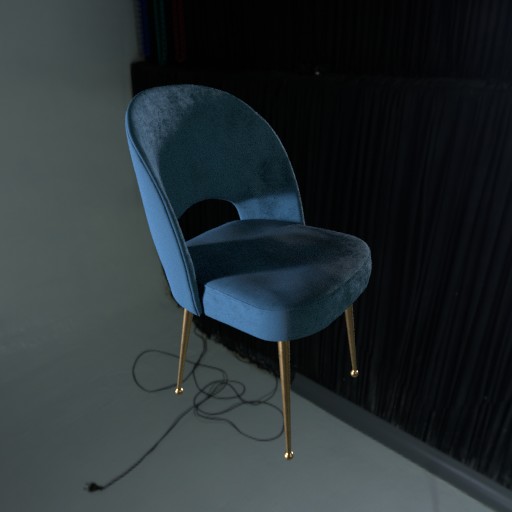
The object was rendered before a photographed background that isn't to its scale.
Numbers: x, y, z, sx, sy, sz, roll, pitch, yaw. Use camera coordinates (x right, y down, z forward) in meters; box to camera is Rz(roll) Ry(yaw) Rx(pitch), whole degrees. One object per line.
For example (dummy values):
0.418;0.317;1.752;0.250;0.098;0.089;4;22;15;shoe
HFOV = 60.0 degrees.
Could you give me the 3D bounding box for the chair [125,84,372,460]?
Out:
0.000;0.000;1.228;0.577;0.860;0.527;18;31;32;chair
